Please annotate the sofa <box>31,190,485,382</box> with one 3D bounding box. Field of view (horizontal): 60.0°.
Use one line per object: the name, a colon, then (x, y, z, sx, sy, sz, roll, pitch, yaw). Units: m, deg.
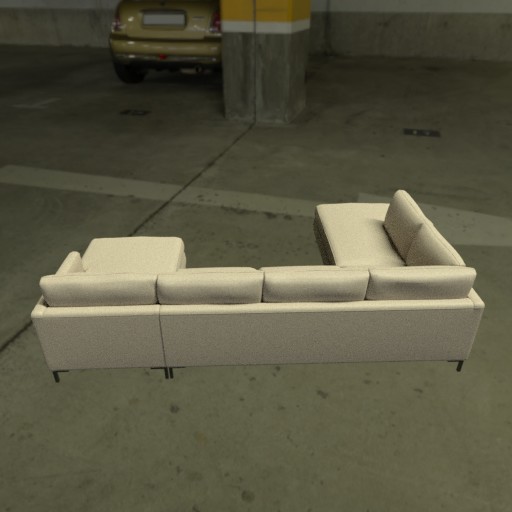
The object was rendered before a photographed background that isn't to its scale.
sofa: (0.000, 0.000, 3.488, 2.737, 0.756, 1.879, -1, 31, -2)
